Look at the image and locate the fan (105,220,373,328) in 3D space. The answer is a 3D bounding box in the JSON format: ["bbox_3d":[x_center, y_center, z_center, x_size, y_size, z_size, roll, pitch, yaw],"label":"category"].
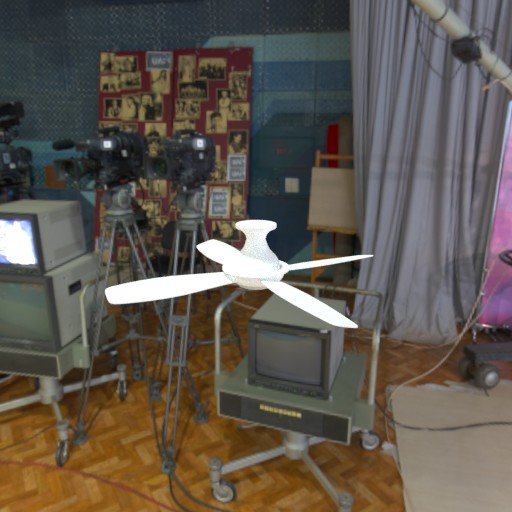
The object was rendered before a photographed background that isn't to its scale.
[{"bbox_3d":[0.000,0.000,2.575,1.693,0.382,1.694,-8,17,-26],"label":"fan"}]
